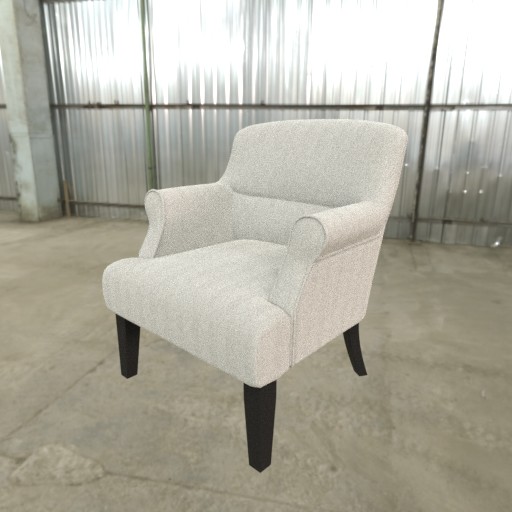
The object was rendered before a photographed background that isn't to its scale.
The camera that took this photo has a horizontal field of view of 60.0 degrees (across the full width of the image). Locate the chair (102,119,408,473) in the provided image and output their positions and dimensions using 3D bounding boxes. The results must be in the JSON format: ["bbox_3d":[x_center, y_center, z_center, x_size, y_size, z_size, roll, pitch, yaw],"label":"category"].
[{"bbox_3d":[0.000,0.000,1.470,0.781,0.875,0.750,15,22,42],"label":"chair"}]
